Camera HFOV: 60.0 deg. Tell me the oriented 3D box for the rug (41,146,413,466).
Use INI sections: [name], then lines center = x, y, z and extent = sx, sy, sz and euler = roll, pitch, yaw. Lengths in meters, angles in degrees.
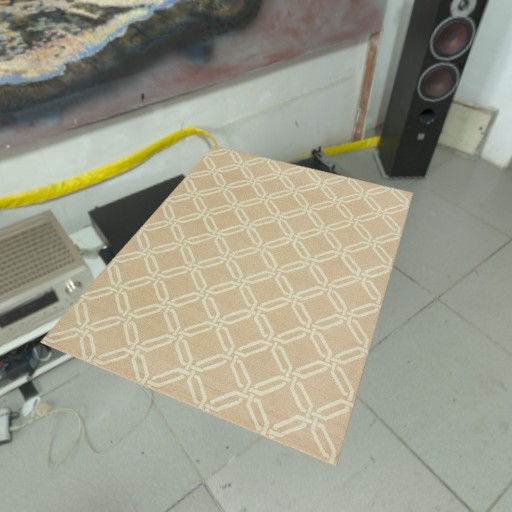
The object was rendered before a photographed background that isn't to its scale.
[rug]
center = 0.000, 0.000, 3.930
extent = 2.288, 0.018, 2.895
euler = 17, 49, 16
